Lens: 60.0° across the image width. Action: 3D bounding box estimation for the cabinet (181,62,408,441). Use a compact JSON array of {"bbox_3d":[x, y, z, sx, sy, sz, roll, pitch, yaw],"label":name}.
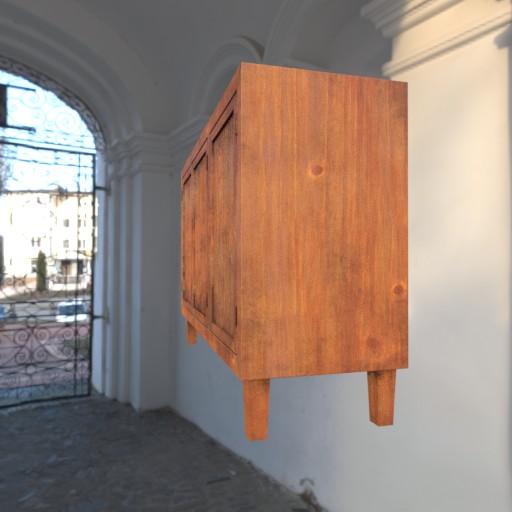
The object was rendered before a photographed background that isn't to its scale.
[{"bbox_3d":[0.000,0.000,1.559,0.403,0.805,1.204,0,0,-15],"label":"cabinet"}]
